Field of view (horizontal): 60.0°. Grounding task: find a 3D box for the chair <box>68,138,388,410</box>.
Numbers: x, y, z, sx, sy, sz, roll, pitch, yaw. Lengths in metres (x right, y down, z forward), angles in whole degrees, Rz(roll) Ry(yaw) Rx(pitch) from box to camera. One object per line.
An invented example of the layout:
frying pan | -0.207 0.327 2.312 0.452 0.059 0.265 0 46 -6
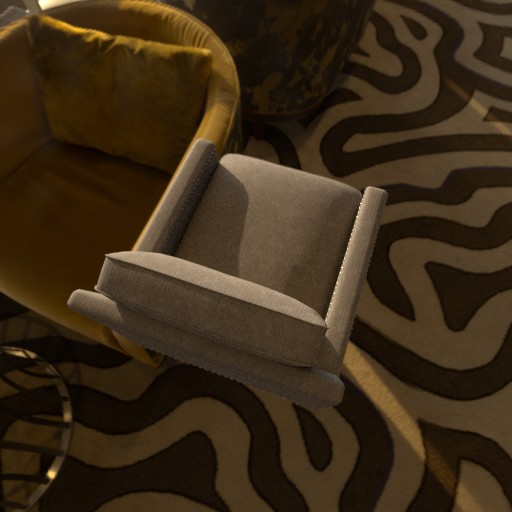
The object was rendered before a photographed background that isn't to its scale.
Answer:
chair | 0.000 0.000 1.759 0.853 0.948 1.014 18 64 9
